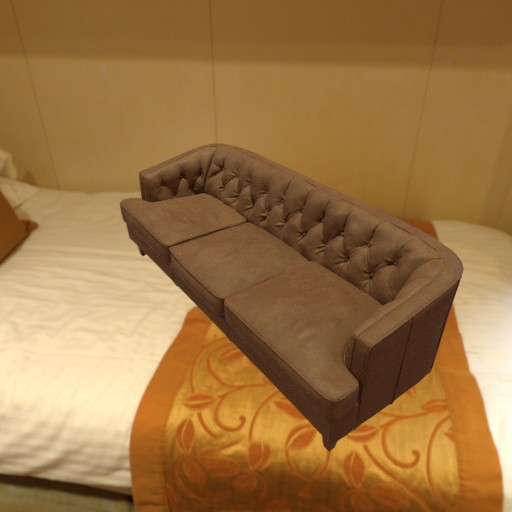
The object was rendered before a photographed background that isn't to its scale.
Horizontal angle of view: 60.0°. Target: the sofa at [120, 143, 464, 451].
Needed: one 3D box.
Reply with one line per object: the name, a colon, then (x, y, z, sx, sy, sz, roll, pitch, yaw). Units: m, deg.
sofa: (0.000, 0.000, 2.692, 0.927, 0.787, 2.227, -21, 38, -30)
